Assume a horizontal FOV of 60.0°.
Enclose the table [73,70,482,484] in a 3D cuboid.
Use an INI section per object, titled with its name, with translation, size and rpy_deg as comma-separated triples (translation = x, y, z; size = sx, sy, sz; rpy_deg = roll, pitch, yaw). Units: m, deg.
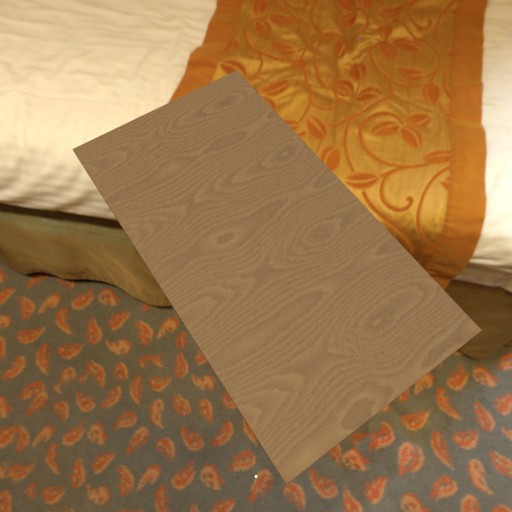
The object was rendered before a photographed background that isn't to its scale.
[table]
translation = 0.000, 0.000, 1.482
size = 0.651, 0.347, 1.197
rpy_deg = -32, 68, -15
